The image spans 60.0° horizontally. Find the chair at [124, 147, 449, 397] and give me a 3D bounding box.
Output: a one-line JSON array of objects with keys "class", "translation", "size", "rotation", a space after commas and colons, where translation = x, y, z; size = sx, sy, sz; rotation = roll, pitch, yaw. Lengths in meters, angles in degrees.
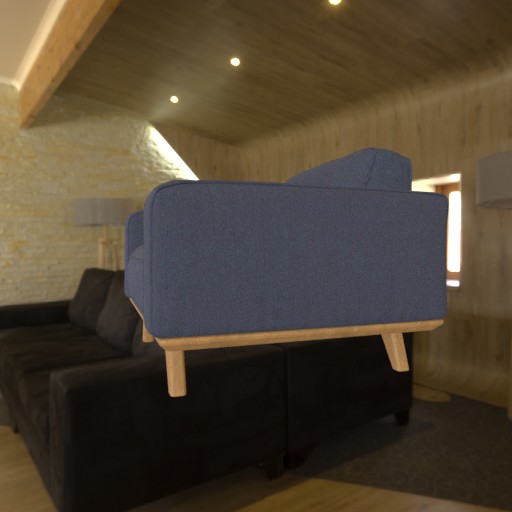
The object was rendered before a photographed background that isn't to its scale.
[{"class": "chair", "translation": [0.000, 0.000, 1.760], "size": [0.953, 0.783, 1.118], "rotation": [0, 1, -20]}]
